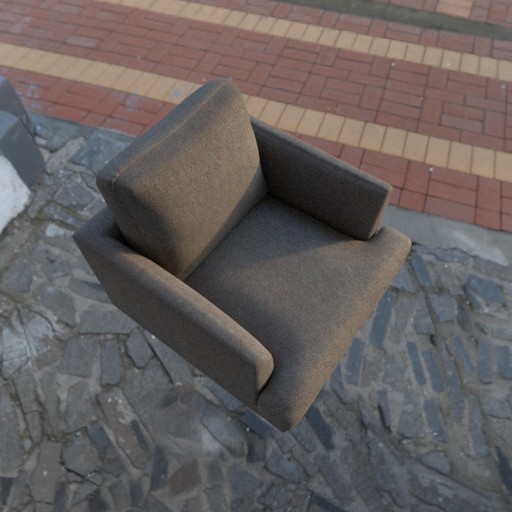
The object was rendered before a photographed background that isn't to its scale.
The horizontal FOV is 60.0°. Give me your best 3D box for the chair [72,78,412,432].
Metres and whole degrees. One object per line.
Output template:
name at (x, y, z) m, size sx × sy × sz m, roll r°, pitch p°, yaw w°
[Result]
chair at (0.000, 0.000, 1.644) m, size 0.899 × 0.957 × 0.858 m, roll 32°, pitch 63°, yaw 18°
